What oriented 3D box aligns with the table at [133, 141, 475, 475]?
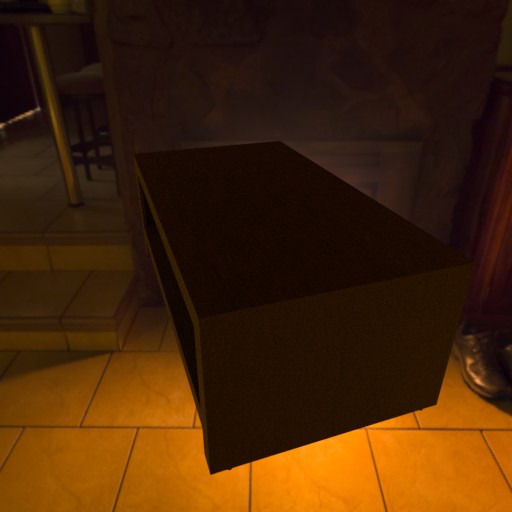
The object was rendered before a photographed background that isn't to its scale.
[{"bbox_3d":[0.000,0.000,1.408,0.597,0.424,1.099,-10,30,-17],"label":"table"}]
